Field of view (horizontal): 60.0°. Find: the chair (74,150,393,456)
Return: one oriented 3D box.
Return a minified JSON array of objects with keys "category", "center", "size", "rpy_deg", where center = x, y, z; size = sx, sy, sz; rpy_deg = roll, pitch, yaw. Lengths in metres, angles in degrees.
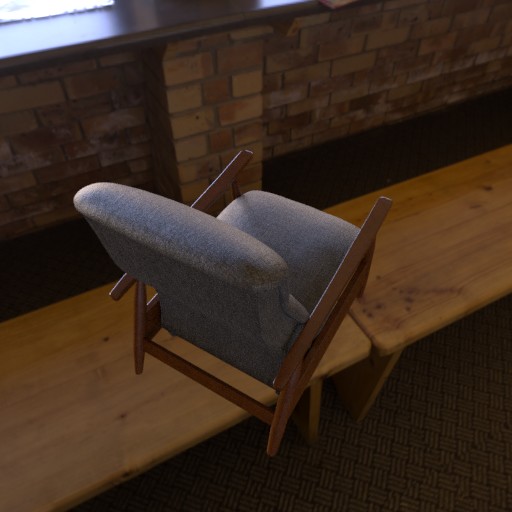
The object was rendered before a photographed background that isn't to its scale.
[{"category":"chair","center":[0.000,0.000,1.793],"size":[0.762,1.082,1.030],"rpy_deg":[24,51,21]}]
